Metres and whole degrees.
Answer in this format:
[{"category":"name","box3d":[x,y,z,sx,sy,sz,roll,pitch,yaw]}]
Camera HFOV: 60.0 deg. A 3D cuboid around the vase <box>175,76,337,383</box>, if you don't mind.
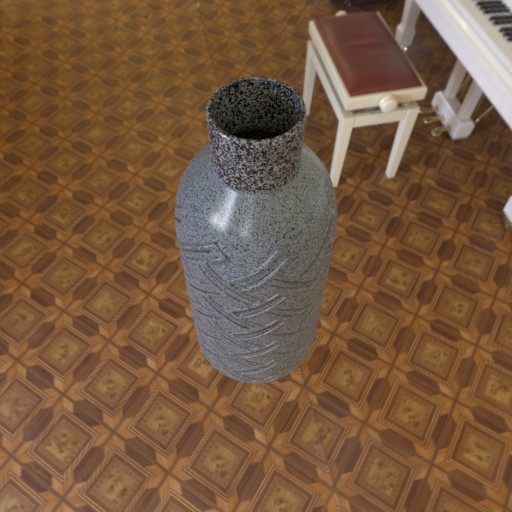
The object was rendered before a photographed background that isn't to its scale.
[{"category":"vase","box3d":[0.000,0.000,0.344,0.122,0.282,0.122,0,58,0]}]
